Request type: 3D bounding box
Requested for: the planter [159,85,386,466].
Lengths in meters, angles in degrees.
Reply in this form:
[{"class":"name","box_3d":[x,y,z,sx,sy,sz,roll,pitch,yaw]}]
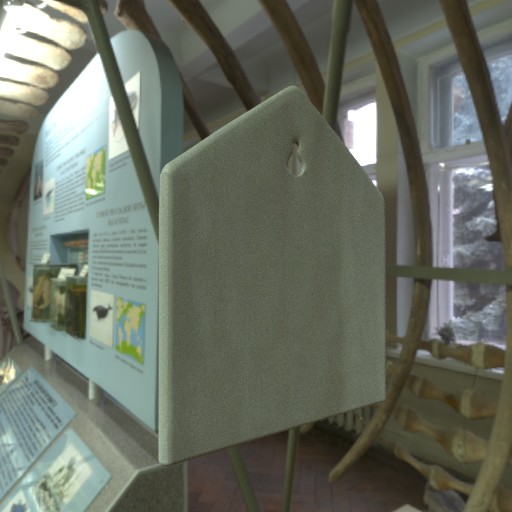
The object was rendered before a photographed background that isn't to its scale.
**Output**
[{"class":"planter","box_3d":[0.000,0.000,0.281,0.163,0.194,0.080,0,-1,-37]}]
